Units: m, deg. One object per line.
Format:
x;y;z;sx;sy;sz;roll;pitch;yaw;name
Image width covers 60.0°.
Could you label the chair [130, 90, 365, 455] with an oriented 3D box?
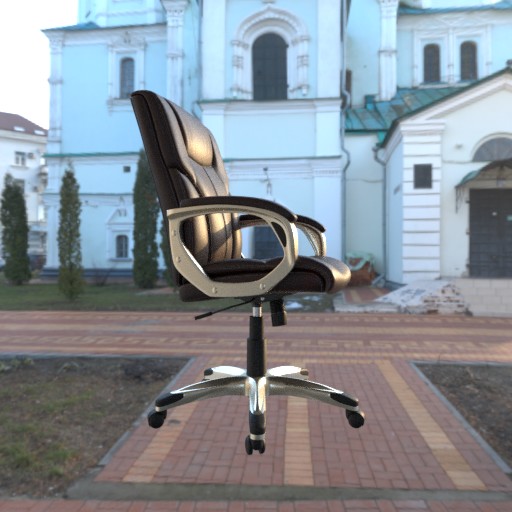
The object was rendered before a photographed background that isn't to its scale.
0.000;0.000;1.549;0.739;1.107;0.662;0;0;18;chair
